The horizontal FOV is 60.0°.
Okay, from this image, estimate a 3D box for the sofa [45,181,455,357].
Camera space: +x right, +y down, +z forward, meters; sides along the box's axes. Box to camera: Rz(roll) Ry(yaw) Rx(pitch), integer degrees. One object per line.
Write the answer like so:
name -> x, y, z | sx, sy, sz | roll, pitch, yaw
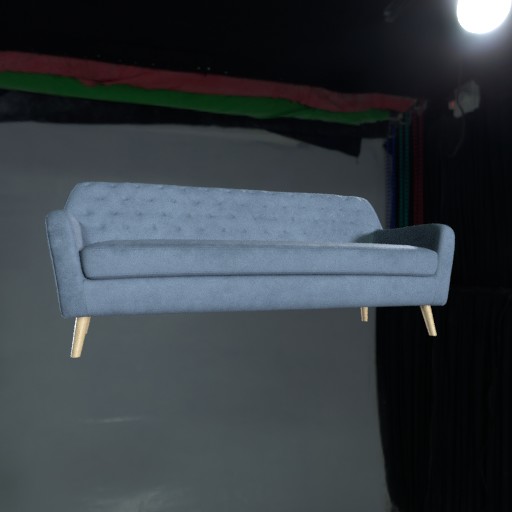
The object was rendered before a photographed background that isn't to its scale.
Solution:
sofa -> 0.000, 0.000, 2.363 | 1.975, 0.832, 0.841 | 0, -1, -19
